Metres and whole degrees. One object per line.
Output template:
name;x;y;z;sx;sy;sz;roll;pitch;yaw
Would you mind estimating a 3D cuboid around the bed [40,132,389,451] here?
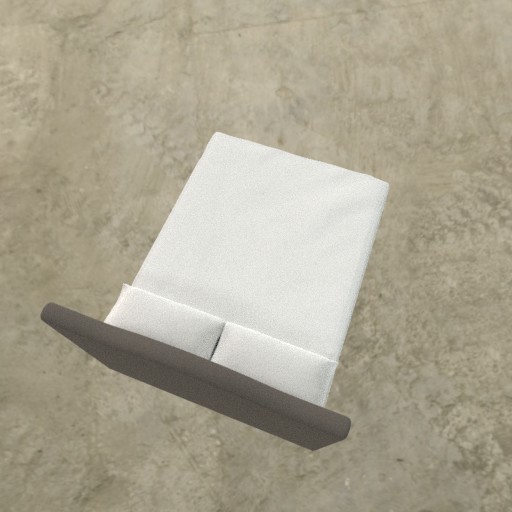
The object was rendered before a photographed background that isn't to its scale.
bed;0.000;0.000;3.118;1.666;1.387;2.036;19;65;9
